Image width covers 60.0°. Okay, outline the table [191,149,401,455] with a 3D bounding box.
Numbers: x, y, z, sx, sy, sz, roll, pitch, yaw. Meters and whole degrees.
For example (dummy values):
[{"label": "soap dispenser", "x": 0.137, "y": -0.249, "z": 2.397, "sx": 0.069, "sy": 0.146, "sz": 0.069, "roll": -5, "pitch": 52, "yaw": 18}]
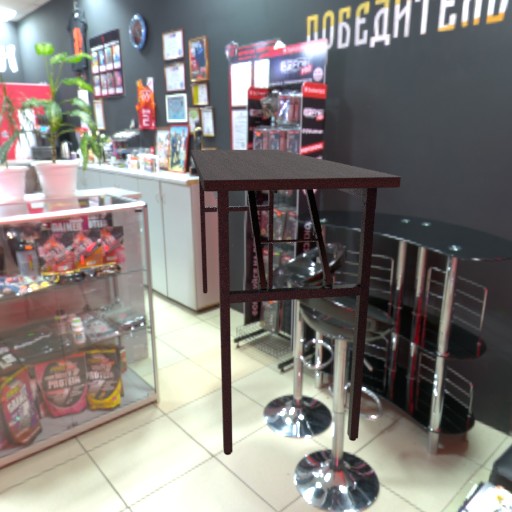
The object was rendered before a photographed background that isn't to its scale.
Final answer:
[{"label": "table", "x": 0.000, "y": 0.000, "z": 1.739, "sx": 0.449, "sy": 0.750, "sz": 1.399, "roll": -3, "pitch": 16, "yaw": -9}]
